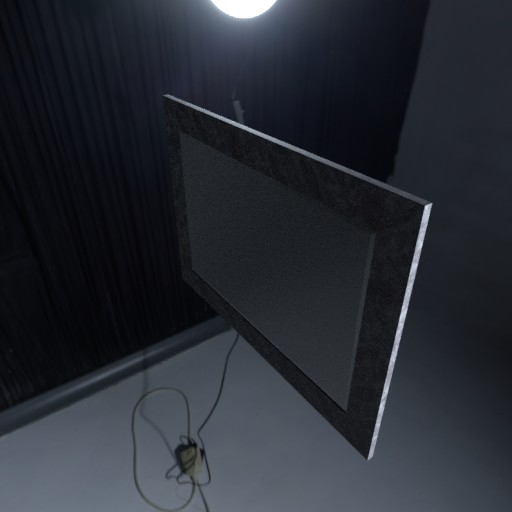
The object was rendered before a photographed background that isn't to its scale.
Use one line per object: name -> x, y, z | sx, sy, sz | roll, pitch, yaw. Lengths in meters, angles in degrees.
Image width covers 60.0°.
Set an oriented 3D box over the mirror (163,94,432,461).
mirror -> 0.000, 0.000, 1.419 | 0.022, 0.795, 1.101 | -21, 38, -30
